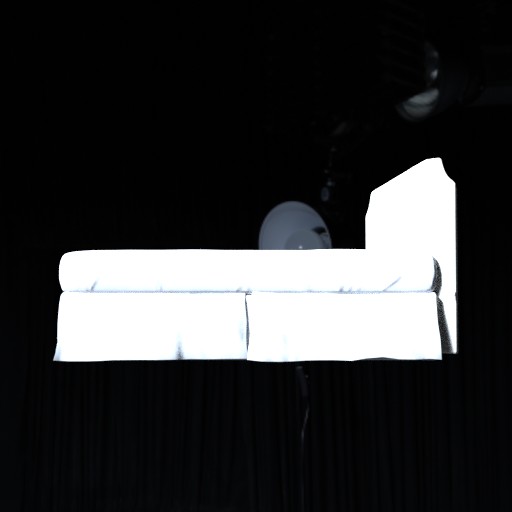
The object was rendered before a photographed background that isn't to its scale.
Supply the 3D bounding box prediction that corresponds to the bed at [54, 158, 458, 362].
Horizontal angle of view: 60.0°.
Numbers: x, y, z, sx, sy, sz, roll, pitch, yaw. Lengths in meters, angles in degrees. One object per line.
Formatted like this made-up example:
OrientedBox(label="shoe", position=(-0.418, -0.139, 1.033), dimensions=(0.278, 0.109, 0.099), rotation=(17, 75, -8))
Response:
OrientedBox(label="bed", position=(0.000, 0.000, 3.619), dimensions=(2.498, 1.293, 1.977), rotation=(0, -1, 0))
